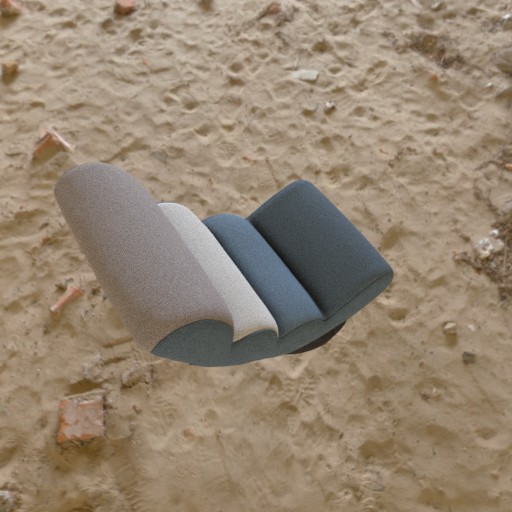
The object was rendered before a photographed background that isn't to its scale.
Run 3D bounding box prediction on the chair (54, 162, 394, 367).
[{"bbox_3d":[0.000,0.000,1.067,0.661,0.641,0.420,-30,64,-16],"label":"chair"}]
